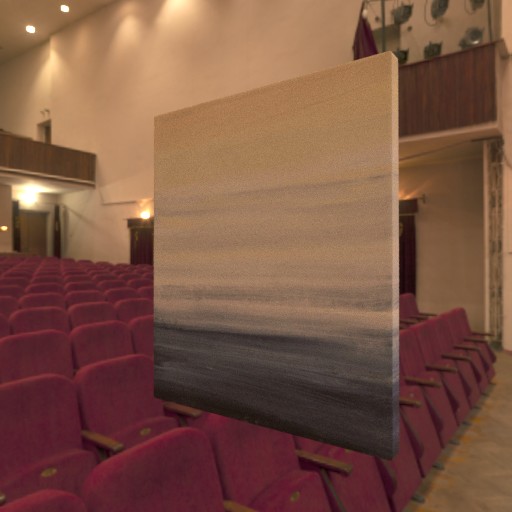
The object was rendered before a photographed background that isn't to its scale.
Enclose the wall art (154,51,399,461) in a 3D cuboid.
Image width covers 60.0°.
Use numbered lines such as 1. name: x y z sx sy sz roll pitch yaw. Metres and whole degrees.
1. wall art: 0.000 0.000 0.957 0.608 0.710 0.041 0 -1 36
